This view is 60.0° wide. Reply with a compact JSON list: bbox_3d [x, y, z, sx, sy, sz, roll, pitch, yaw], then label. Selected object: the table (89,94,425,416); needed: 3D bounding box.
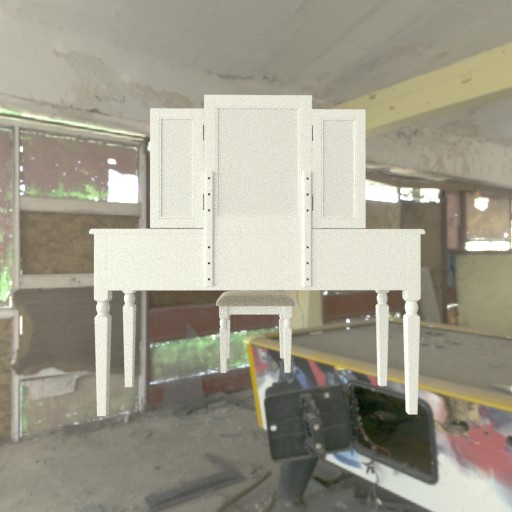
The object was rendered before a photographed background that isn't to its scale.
[{"bbox_3d":[0.000,0.000,2.348,1.369,1.310,1.115,0,0,-1],"label":"table"}]
